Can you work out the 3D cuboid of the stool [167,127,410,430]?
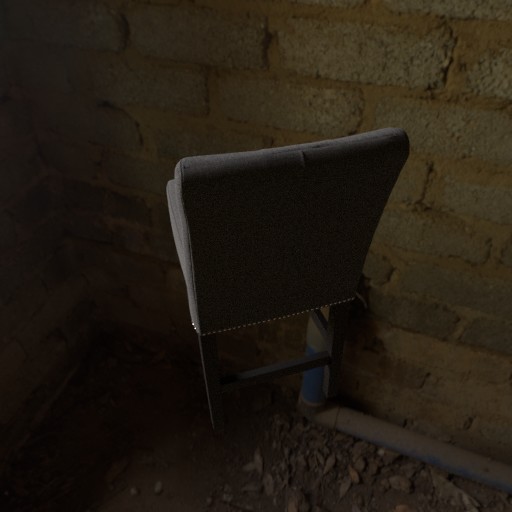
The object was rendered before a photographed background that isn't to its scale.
[{"bbox_3d":[0.000,0.000,1.206,0.427,0.885,0.571,-11,42,-13],"label":"stool"}]
